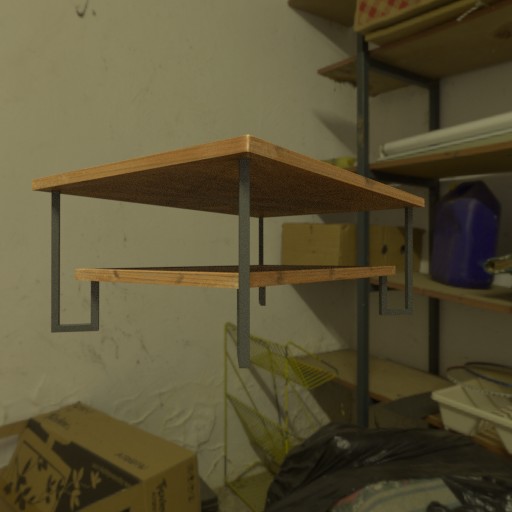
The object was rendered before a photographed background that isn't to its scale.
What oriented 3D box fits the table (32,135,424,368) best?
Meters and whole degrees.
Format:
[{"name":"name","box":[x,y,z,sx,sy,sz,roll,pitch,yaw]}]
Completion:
[{"name":"table","box":[0.000,0.000,1.657,0.877,0.492,1.238,0,0,37]}]
